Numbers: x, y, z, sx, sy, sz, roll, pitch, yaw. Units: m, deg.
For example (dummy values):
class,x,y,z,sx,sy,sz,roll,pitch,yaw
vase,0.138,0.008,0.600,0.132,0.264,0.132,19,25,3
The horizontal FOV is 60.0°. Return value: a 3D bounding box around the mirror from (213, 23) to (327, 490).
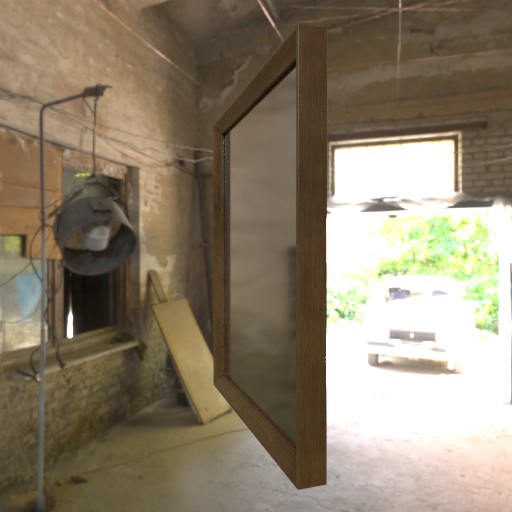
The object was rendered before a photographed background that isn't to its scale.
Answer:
class,x,y,z,sx,sy,sz,roll,pitch,yaw
mirror,0.000,0.000,0.681,0.041,0.509,0.406,0,1,-19
